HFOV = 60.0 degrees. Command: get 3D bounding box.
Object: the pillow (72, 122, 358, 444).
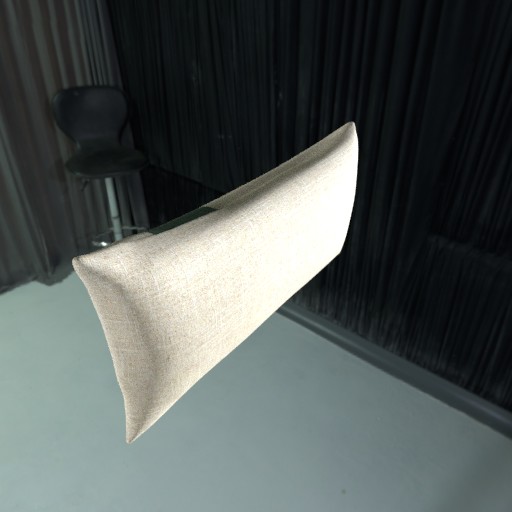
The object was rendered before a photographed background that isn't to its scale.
[{"bbox_3d":[0.000,0.000,1.018,0.197,0.429,0.859,22,38,30],"label":"pillow"}]
